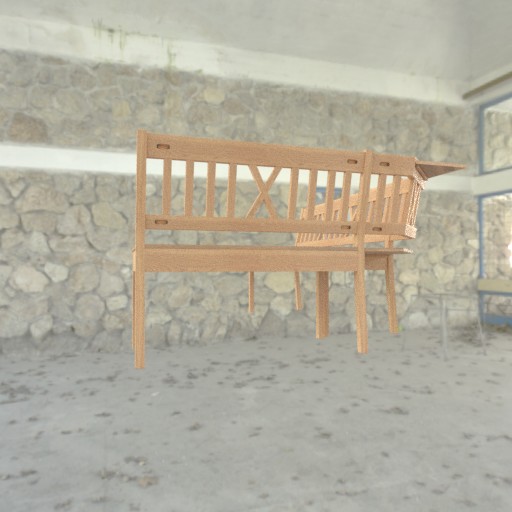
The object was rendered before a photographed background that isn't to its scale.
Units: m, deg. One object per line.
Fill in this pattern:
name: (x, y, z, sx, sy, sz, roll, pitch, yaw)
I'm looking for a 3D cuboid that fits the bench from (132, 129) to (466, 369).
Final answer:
bench: (0.000, 0.000, 2.790, 1.537, 0.902, 1.937, 0, -1, -18)
